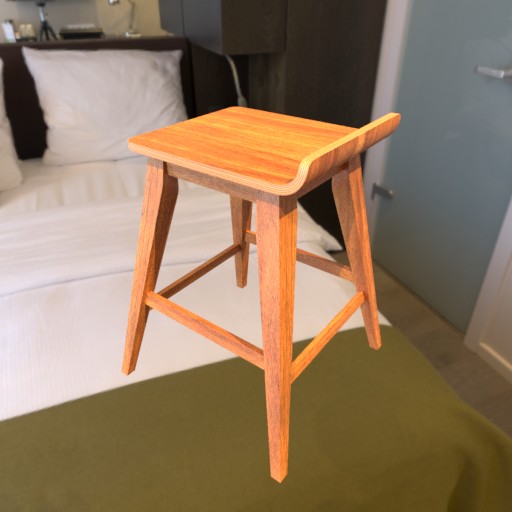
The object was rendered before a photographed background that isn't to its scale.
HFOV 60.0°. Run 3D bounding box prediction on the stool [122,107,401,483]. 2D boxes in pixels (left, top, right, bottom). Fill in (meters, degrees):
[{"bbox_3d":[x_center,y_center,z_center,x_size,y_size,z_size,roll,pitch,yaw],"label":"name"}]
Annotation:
[{"bbox_3d":[0.000,0.000,1.024,0.500,0.650,0.500,22,38,31],"label":"stool"}]
